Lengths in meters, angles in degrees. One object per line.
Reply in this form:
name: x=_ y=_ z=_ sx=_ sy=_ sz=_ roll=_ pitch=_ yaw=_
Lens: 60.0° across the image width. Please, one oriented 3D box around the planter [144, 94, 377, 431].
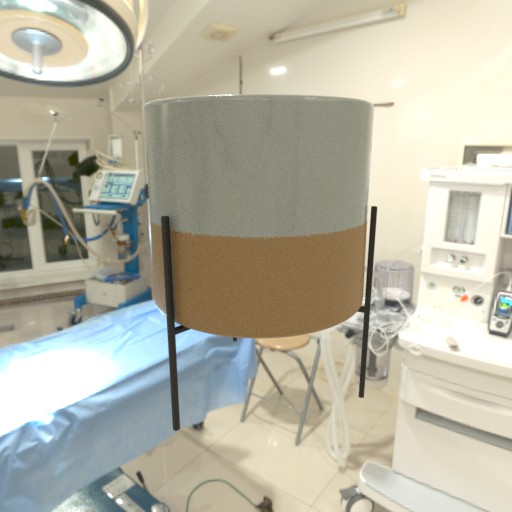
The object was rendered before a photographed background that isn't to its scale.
planter: x=0.000 y=0.000 z=0.738 sx=0.348 sy=0.480 sz=0.360 roll=14 pitch=20 yaw=42
